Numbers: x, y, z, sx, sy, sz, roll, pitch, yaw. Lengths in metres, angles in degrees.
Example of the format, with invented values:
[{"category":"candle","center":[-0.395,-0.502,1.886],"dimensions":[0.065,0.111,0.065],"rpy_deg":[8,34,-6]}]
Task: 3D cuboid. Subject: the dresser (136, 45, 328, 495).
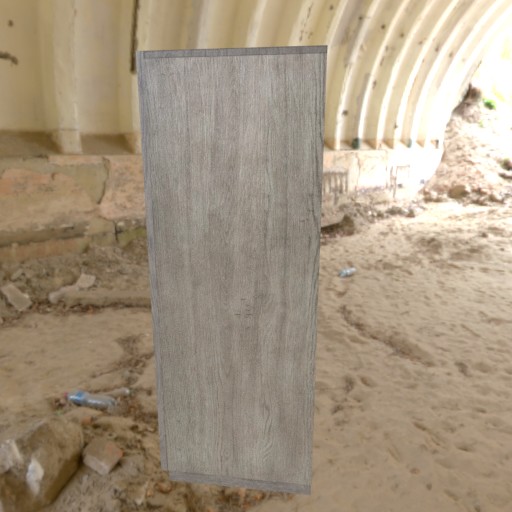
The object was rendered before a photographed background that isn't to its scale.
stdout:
[{"category":"dresser","center":[0.000,0.000,1.713],"dimensions":[0.483,1.295,0.967],"rpy_deg":[2,14,8]}]
